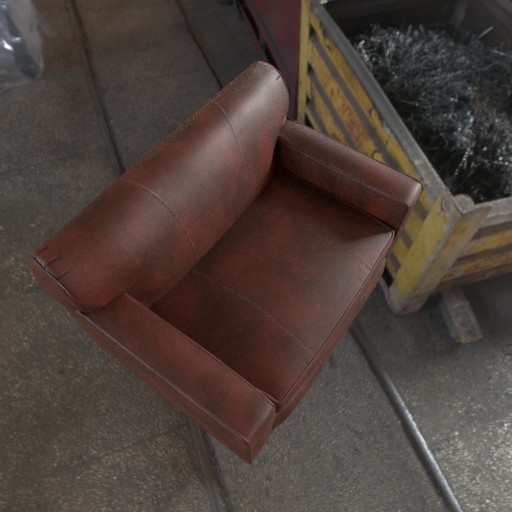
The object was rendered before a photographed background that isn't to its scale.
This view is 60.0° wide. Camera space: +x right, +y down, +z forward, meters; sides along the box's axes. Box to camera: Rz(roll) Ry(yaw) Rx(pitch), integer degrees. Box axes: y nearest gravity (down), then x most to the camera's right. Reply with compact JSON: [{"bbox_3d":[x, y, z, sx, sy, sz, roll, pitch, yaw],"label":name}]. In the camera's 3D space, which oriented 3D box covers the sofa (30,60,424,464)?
[{"bbox_3d":[0.000,0.000,2.011,1.000,0.956,1.413,31,63,18],"label":"sofa"}]
